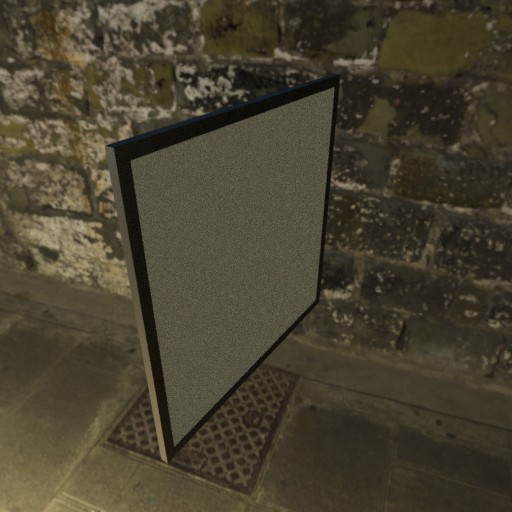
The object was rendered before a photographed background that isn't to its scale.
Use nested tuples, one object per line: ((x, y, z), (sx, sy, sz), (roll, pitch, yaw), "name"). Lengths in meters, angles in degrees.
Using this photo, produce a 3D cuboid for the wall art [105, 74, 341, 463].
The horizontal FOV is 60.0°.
((0.000, 0.000, 1.189), (0.022, 0.807, 0.807), (20, 37, 29), "wall art")
